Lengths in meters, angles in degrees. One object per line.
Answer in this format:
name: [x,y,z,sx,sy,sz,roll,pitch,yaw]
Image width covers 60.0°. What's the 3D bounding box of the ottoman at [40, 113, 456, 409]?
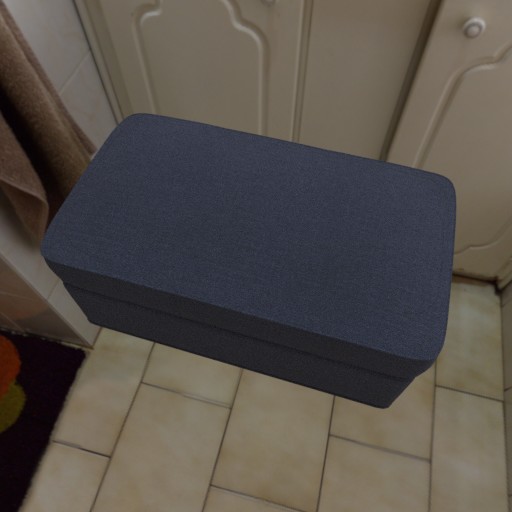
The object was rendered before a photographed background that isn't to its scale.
ottoman: [0.000,0.000,1.181,0.895,0.453,0.505,14,59,9]
